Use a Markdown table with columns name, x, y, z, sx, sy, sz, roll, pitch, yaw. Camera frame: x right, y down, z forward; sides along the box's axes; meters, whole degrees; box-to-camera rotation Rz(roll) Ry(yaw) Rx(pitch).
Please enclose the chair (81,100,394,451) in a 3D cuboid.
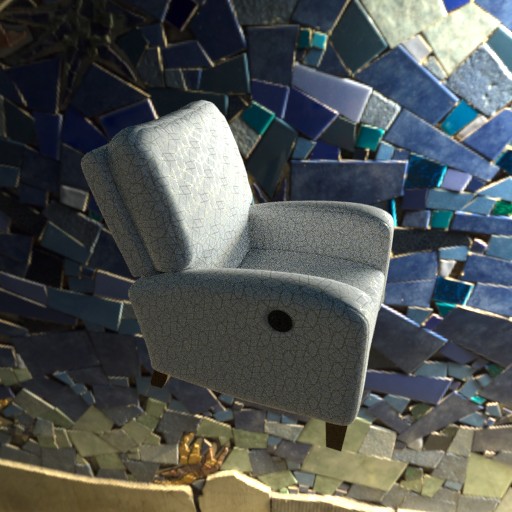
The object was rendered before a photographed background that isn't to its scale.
| name | x | y | z | sx | sy | sz | roll | pitch | yaw |
| --- | --- | --- | --- | --- | --- | --- | --- | --- | --- |
| chair | 0.000 | 0.000 | 1.761 | 0.995 | 1.064 | 0.796 | 10 | 31 | 18 |
